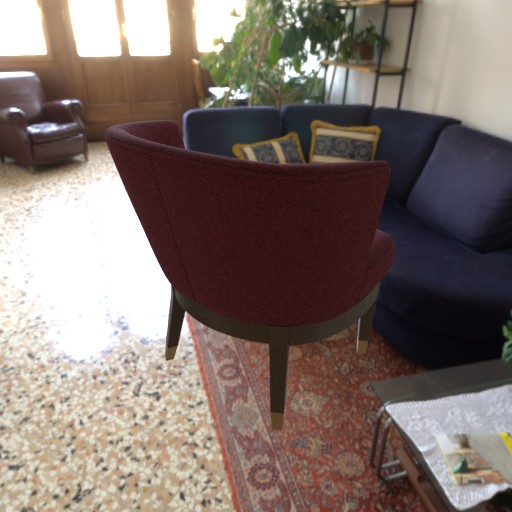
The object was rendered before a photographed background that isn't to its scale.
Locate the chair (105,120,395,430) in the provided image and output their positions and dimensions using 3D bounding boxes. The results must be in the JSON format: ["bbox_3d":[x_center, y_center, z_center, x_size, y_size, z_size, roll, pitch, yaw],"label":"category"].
[{"bbox_3d":[0.000,0.000,1.270,0.700,0.760,0.660,21,35,34],"label":"chair"}]
